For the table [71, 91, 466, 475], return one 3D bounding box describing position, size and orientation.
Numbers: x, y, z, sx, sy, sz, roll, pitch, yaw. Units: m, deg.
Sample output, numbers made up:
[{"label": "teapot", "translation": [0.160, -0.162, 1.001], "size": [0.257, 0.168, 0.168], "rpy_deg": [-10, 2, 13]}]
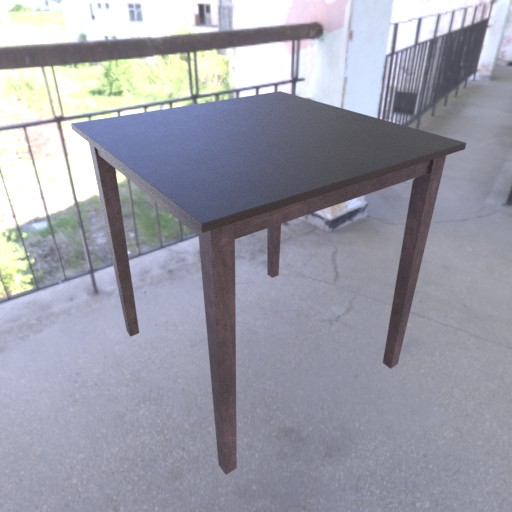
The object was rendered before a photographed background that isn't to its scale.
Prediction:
[{"label": "table", "translation": [0.000, 0.000, 1.376], "size": [0.749, 0.770, 0.749], "rpy_deg": [-20, 37, -29]}]
